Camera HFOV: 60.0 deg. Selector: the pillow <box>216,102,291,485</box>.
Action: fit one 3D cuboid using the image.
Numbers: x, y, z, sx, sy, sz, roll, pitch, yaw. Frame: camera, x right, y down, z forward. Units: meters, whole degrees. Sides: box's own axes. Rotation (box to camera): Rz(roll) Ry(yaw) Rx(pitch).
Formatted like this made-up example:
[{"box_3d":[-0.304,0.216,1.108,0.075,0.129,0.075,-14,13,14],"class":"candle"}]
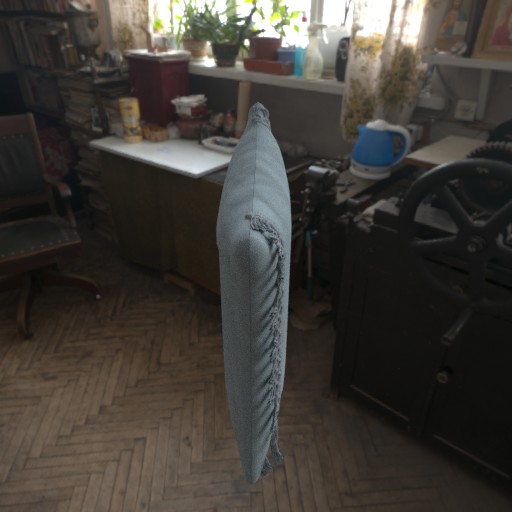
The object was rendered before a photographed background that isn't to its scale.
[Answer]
[{"box_3d":[0.000,0.000,0.594,0.084,0.305,0.466,1,31,1],"class":"pillow"}]
